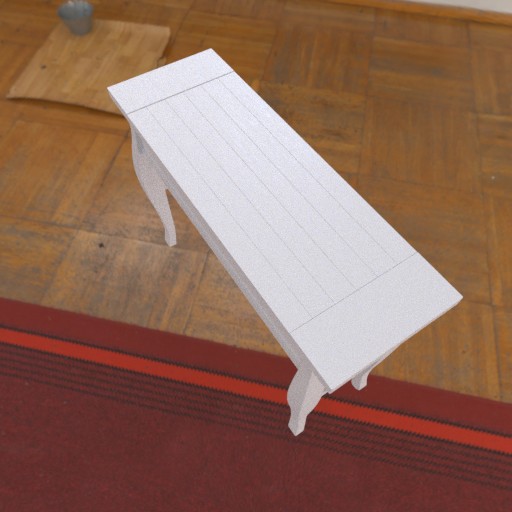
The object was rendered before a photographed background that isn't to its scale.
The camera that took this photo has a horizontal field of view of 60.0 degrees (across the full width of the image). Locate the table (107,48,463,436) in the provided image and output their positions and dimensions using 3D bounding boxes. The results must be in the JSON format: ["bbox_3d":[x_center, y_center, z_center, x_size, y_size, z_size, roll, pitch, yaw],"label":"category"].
[{"bbox_3d":[0.000,0.000,1.451,0.373,0.768,1.062,-29,62,-17],"label":"table"}]
